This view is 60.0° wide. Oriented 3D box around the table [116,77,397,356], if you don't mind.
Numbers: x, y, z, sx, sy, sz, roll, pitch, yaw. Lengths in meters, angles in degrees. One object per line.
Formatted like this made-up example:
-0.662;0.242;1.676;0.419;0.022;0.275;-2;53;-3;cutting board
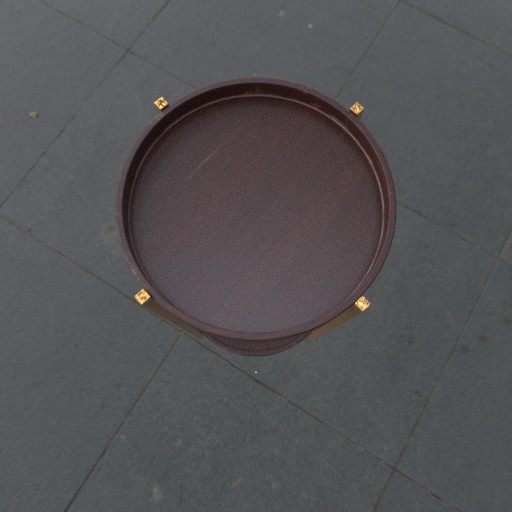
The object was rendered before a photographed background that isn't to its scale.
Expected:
0.000;0.000;0.875;0.400;0.610;0.400;-42;79;-10;table
